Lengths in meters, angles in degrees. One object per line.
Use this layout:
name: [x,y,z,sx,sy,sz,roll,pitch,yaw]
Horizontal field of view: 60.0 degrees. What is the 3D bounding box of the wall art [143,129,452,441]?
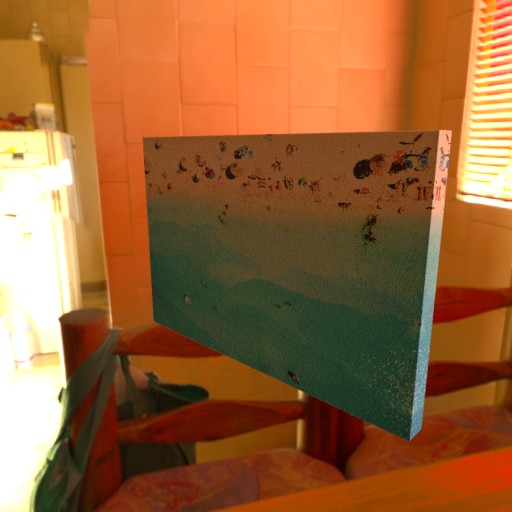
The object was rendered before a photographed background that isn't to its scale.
wall art: [0.000,0.000,0.767,0.609,0.406,0.039,13,19,42]
